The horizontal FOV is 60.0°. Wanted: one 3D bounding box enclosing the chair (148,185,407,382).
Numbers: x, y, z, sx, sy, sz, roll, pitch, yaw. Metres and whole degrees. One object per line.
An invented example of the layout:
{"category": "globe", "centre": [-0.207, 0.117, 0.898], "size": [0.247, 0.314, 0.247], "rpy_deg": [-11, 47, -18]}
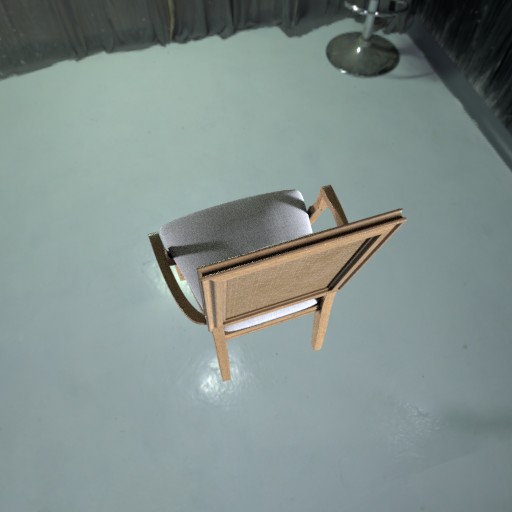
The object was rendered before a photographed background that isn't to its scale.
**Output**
{"category": "chair", "centre": [0.000, 0.000, 1.393], "size": [0.606, 0.990, 0.602], "rpy_deg": [-16, 60, -10]}
